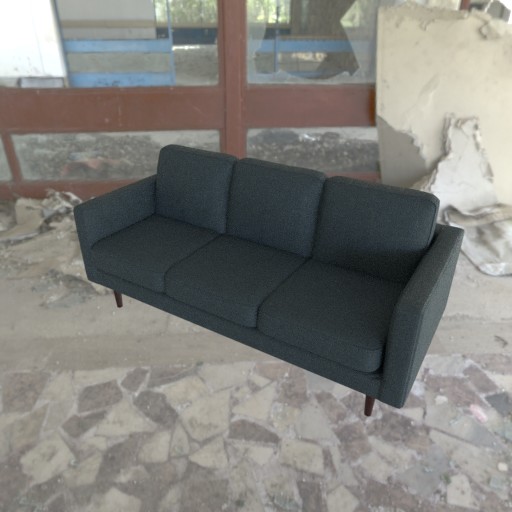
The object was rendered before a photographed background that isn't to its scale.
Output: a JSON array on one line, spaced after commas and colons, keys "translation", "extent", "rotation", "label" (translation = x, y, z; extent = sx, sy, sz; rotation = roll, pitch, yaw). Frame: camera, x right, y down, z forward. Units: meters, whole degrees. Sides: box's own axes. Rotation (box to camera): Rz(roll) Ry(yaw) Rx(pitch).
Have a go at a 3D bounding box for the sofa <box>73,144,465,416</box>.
[{"translation": [0.000, 0.000, 2.560], "extent": [2.013, 0.945, 0.935], "rotation": [17, 33, 28], "label": "sofa"}]
